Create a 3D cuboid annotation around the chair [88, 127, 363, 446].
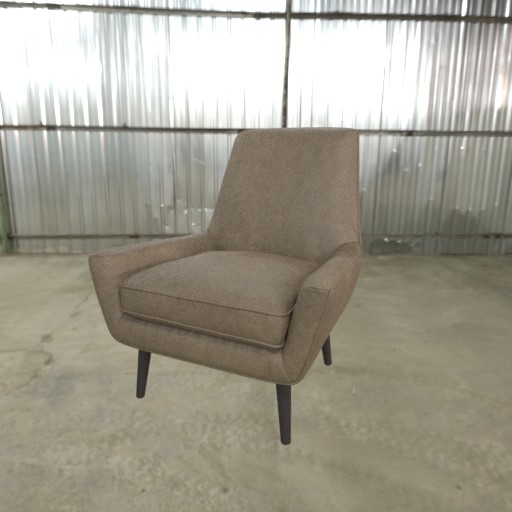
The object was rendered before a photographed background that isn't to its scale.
[{"bbox_3d":[0.000,0.000,1.544,0.787,0.888,0.824,7,15,26],"label":"chair"}]
